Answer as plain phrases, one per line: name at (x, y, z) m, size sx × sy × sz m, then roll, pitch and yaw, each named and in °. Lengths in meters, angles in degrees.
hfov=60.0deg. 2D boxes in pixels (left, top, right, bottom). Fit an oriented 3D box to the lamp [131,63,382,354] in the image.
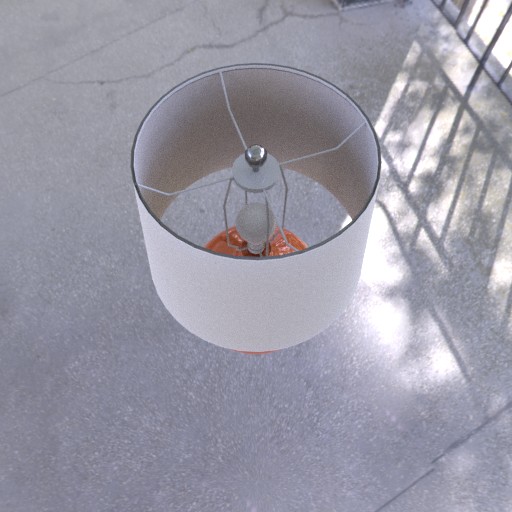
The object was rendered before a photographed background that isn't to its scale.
lamp at (0.000, 0.000, 0.536) m, size 0.247 × 0.387 × 0.247 m, roll 0°, pitch 63°, yaw 0°
